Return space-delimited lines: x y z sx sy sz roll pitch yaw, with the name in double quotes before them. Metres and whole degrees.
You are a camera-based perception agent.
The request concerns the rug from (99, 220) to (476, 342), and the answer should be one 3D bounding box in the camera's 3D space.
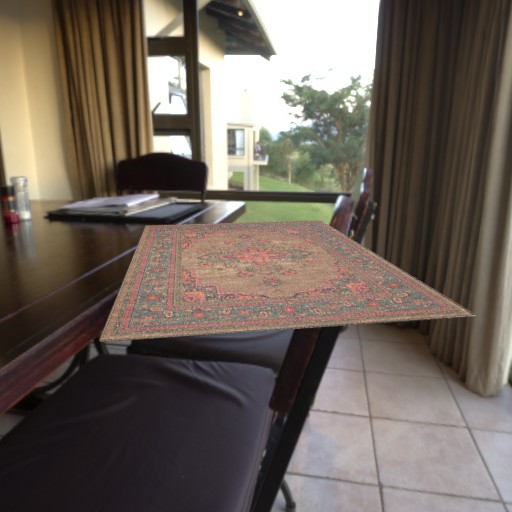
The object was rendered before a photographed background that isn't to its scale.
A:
"rug" 0.000 0.000 3.669 2.005 0.013 2.890 -2 15 -9
